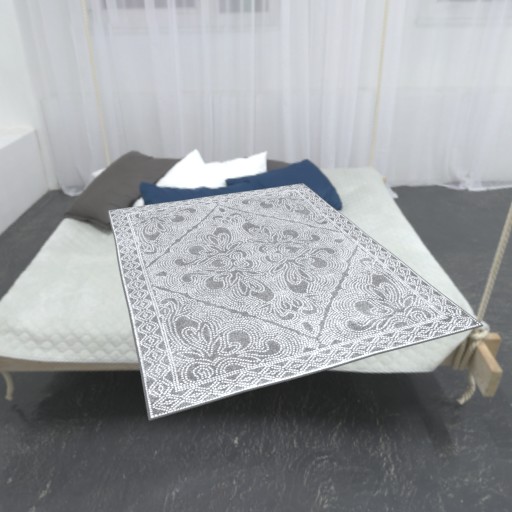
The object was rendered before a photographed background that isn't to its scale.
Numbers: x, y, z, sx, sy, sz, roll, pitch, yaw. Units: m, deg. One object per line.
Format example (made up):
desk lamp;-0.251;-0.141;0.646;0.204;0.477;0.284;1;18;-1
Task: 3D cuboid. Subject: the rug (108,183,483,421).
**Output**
rug;0.000;0.000;4.088;2.438;0.012;3.048;-10;32;-17
